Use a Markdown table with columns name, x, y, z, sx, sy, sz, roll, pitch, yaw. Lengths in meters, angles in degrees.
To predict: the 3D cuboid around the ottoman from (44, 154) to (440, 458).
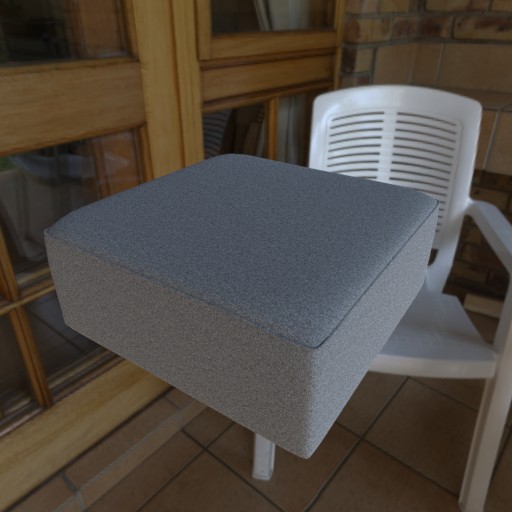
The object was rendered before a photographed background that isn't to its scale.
| name | x | y | z | sx | sy | sz | roll | pitch | yaw |
| --- | --- | --- | --- | --- | --- | --- | --- | --- | --- |
| ottoman | 0.000 | 0.000 | 1.609 | 1.005 | 0.464 | 1.015 | 18 | 34 | 29 |
